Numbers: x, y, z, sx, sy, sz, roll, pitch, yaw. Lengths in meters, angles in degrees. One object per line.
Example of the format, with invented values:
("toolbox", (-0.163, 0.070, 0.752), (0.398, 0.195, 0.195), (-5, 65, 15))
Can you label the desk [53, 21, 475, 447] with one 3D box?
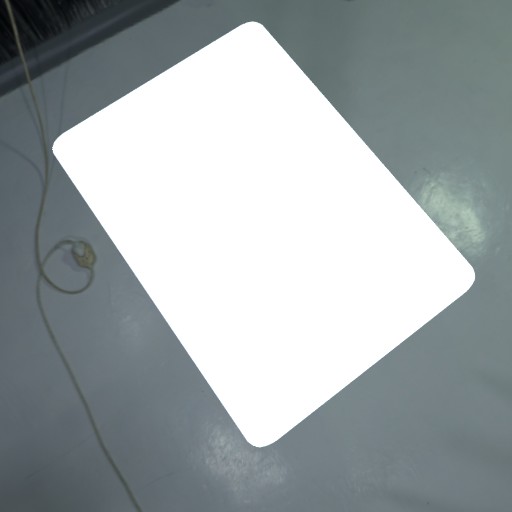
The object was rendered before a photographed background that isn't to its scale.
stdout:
("desk", (0.000, 0.000, 1.296), (0.549, 0.800, 0.762), (-35, 78, -8))
